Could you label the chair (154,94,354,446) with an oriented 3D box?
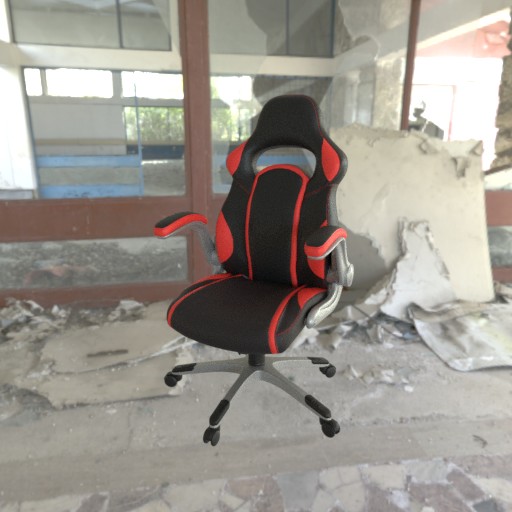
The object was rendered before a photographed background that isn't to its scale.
[{"bbox_3d":[0.000,0.000,1.637,0.758,1.165,0.712,8,18,26],"label":"chair"}]
